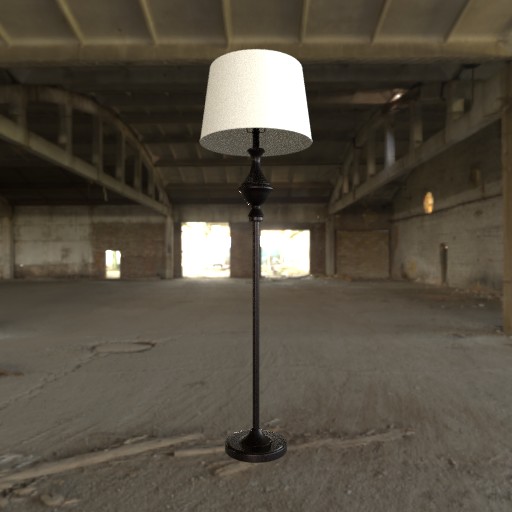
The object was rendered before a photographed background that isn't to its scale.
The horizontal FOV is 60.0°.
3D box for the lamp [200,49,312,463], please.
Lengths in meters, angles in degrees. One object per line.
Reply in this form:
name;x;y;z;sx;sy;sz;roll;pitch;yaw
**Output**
lamp;0.000;0.000;1.709;0.431;1.484;0.431;0;0;0
